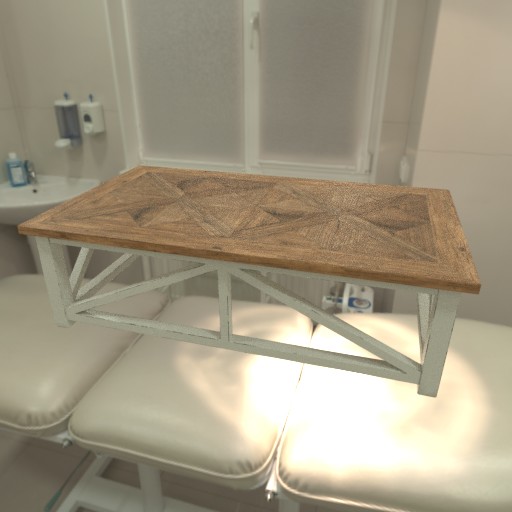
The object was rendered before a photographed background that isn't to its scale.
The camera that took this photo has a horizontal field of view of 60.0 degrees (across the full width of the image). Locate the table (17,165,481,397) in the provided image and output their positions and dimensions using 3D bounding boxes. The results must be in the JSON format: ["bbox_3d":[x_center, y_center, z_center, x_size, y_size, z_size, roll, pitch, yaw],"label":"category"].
[{"bbox_3d":[0.000,0.000,1.714,1.400,0.410,0.800,7,27,14],"label":"table"}]
